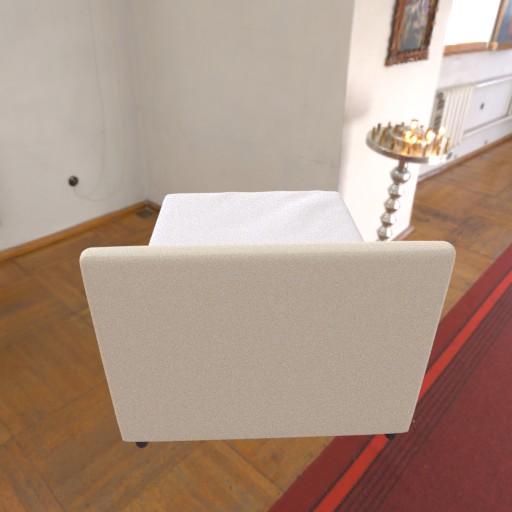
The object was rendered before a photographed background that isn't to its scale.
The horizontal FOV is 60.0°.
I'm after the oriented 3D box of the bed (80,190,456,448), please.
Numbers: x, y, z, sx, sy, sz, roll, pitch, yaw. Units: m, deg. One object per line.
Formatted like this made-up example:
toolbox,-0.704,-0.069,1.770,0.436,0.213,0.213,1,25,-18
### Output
bed,0.000,0.000,3.135,1.714,1.330,2.147,-1,31,-2
